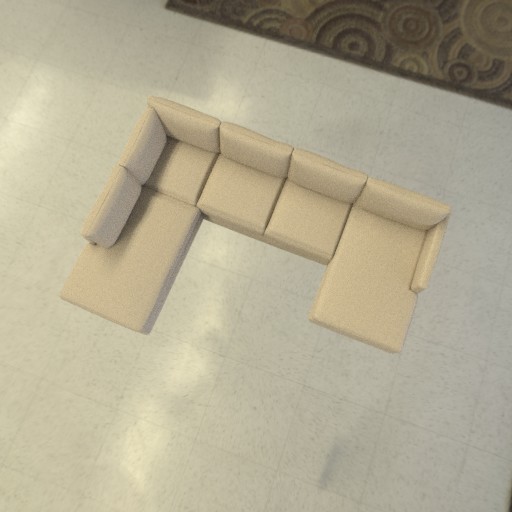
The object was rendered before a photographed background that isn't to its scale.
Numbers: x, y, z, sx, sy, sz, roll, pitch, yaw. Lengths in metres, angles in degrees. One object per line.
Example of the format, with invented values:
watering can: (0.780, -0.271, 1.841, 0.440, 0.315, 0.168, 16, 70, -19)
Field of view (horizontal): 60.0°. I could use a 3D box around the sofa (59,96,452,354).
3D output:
sofa: (0.000, 0.000, 3.676, 2.737, 0.756, 1.879, 22, 78, 5)
